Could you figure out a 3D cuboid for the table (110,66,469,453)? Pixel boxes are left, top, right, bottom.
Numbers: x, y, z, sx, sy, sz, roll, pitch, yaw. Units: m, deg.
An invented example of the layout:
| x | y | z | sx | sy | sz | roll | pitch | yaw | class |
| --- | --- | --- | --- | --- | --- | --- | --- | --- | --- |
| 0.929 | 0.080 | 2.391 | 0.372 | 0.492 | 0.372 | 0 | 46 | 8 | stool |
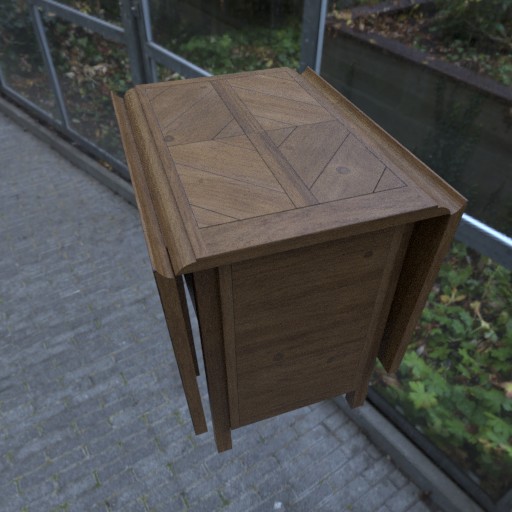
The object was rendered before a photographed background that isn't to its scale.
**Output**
| x | y | z | sx | sy | sz | roll | pitch | yaw | class |
| --- | --- | --- | --- | --- | --- | --- | --- | --- | --- |
| 0.000 | 0.000 | 1.273 | 0.591 | 0.763 | 0.746 | -13 | 44 | -14 | table |
